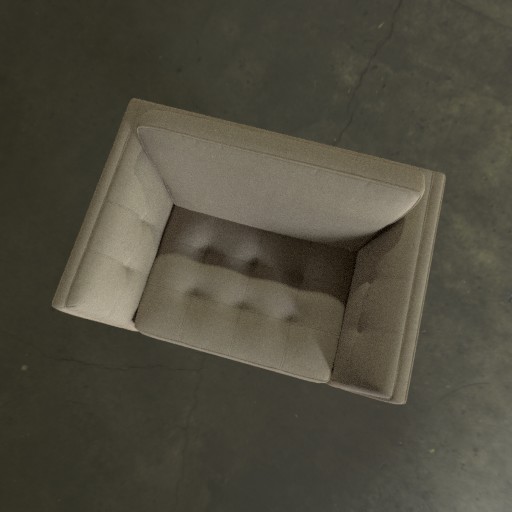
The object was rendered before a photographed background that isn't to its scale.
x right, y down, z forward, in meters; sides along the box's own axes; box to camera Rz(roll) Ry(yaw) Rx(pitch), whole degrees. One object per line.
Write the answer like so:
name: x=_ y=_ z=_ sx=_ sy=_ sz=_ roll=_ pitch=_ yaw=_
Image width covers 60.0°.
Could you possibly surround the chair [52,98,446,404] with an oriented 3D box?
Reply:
chair: x=0.000 y=0.000 z=2.069 sx=1.397 sy=0.940 sz=0.965 roll=15 pitch=77 yaw=4
